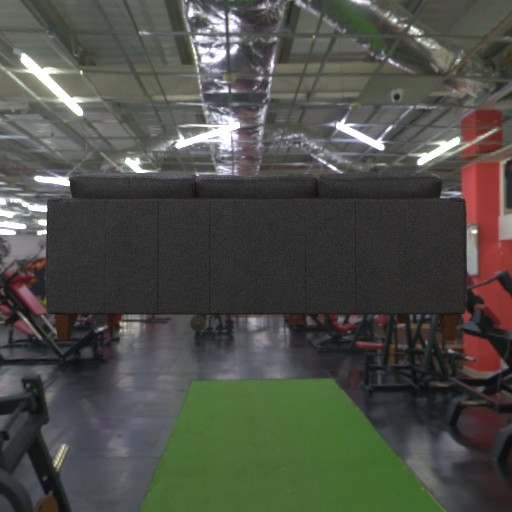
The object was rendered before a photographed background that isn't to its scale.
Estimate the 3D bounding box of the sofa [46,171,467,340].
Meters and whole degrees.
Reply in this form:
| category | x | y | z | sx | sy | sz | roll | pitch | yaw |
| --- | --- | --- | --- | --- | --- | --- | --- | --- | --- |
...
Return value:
| category | x | y | z | sx | sy | sz | roll | pitch | yaw |
| --- | --- | --- | --- | --- | --- | --- | --- | --- | --- |
| sofa | 0.000 | 0.000 | 3.066 | 2.464 | 1.006 | 1.045 | 0 | -2 | 0 |
